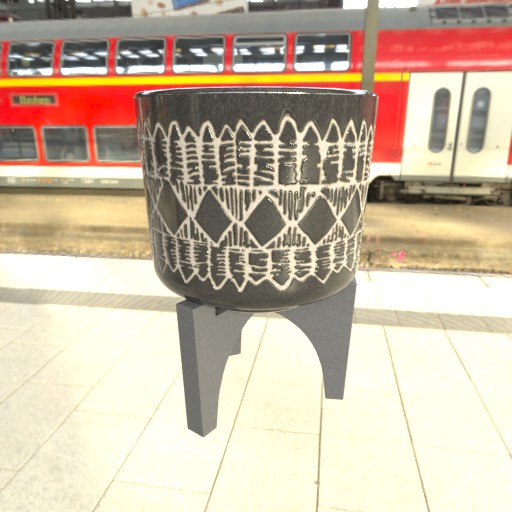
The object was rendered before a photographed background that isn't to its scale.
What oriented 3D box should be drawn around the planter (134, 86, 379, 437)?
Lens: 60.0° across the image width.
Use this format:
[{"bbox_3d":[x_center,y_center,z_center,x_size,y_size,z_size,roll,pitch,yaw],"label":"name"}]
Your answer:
[{"bbox_3d":[0.000,0.000,0.519,0.251,0.355,0.251,2,17,7],"label":"planter"}]
